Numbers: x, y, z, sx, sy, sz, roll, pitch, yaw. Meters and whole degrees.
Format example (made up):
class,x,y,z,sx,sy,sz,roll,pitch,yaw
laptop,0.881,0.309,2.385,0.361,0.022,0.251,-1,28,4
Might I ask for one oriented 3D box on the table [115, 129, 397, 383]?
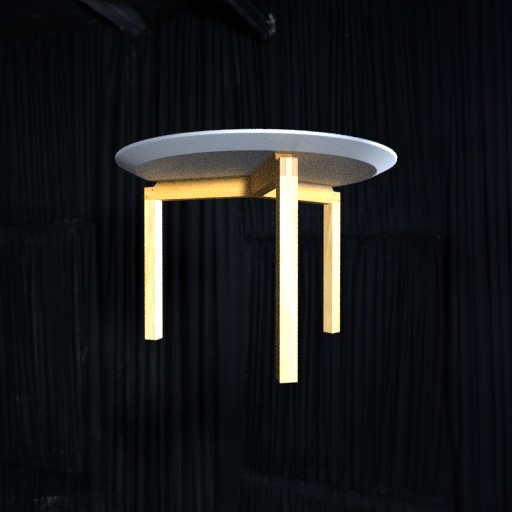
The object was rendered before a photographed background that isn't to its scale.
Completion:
class,x,y,z,sx,sy,sz,roll,pitch,yaw
table,0.000,0.000,0.994,0.600,0.405,0.600,0,1,0
